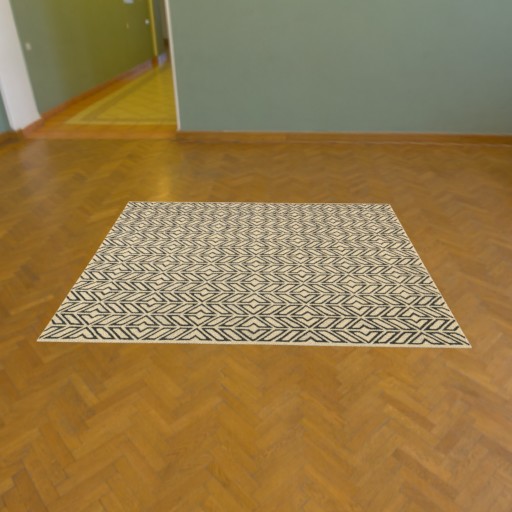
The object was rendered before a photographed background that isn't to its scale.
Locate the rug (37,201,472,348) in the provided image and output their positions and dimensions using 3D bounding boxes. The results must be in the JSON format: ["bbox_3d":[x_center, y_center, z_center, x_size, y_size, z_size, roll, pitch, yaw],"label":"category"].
[{"bbox_3d":[0.000,0.000,4.136,3.045,0.008,2.421,1,31,1],"label":"rug"}]
